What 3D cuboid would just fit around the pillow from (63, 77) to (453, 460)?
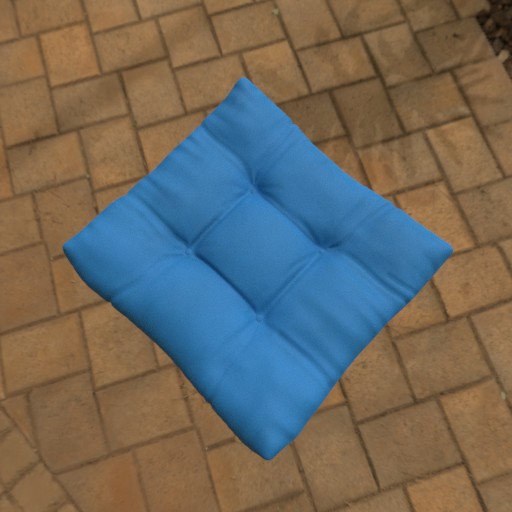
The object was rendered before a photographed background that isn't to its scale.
[{"bbox_3d":[0.000,0.000,0.768,0.490,0.128,0.468,42,79,10],"label":"pillow"}]
